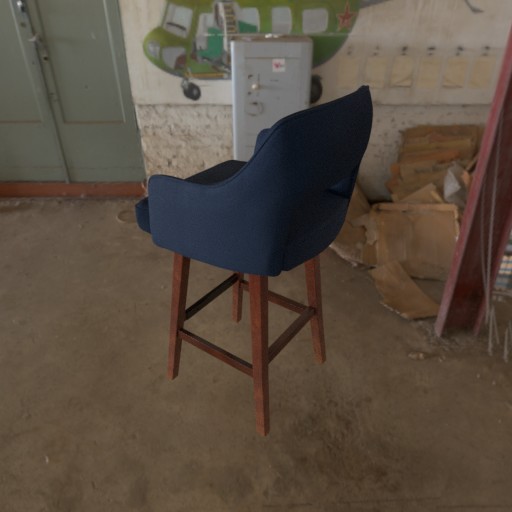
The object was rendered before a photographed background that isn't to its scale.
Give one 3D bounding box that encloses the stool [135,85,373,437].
[{"bbox_3d":[0.000,0.000,1.397,0.560,1.041,0.550,21,38,29],"label":"stool"}]
